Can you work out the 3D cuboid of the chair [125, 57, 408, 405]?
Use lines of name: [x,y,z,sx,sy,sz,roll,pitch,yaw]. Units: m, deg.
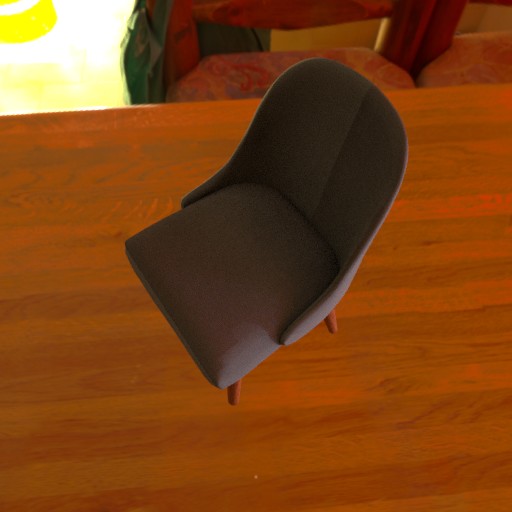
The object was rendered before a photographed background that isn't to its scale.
chair: [0.000,0.000,1.214,0.589,0.882,0.503,-32,68,-15]
